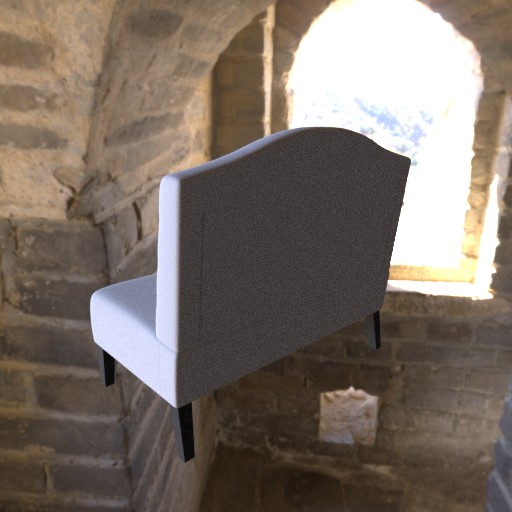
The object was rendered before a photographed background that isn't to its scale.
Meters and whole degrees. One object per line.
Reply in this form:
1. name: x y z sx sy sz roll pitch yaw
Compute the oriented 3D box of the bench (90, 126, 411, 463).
1. bench: 0.000 0.000 2.098 1.335 1.180 0.815 -15 22 -41
